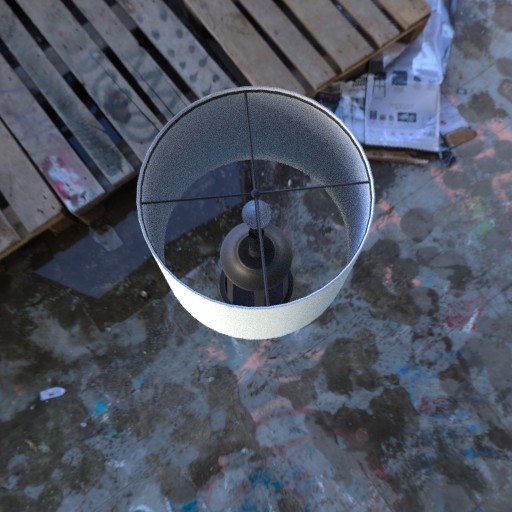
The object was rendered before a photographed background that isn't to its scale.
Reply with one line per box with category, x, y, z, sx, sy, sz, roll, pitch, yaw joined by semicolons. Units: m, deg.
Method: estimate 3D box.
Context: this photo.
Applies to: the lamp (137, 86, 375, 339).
lamp;0.000;0.000;0.657;0.251;0.509;0.251;0;76;0
